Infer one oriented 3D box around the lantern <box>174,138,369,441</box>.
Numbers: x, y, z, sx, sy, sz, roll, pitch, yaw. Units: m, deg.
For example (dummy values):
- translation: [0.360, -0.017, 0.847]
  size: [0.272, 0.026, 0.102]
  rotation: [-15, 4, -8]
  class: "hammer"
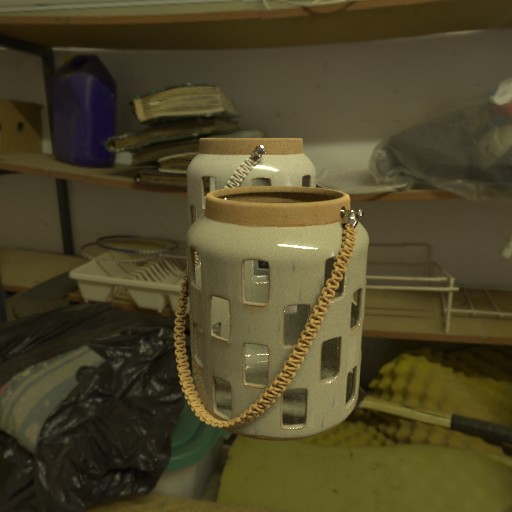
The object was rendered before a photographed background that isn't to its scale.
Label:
- translation: [0.000, 0.000, 0.498]
  size: [0.184, 0.255, 0.347]
  rotation: [-2, 15, -9]
  class: "lantern"
